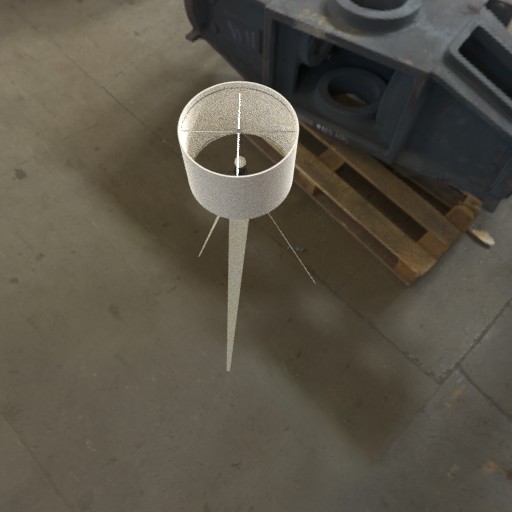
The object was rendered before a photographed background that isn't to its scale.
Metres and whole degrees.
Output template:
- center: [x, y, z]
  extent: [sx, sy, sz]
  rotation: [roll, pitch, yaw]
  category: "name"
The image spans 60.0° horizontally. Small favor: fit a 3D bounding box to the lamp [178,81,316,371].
- center: [0.000, 0.000, 1.934]
  extent: [0.724, 1.524, 0.716]
  rotation: [0, 65, 0]
  category: "lamp"
